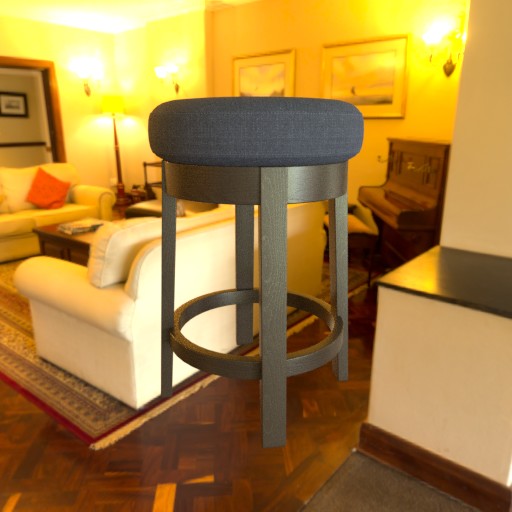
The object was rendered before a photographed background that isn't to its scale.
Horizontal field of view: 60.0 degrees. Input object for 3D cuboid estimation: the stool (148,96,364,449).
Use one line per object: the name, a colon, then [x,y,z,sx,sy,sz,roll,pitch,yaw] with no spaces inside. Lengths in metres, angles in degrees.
stool: [0.000,0.000,0.980,0.449,0.655,0.449,0,17,0]
